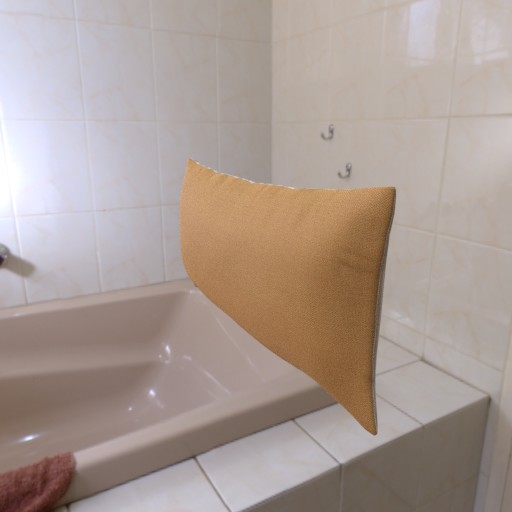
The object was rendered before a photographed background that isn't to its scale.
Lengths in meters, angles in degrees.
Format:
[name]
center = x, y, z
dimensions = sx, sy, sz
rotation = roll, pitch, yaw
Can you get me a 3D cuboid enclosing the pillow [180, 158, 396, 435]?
[pillow]
center = 0.000, 0.000, 0.738
dimensions = 0.151, 0.291, 0.608
rotation = -8, 17, -27
